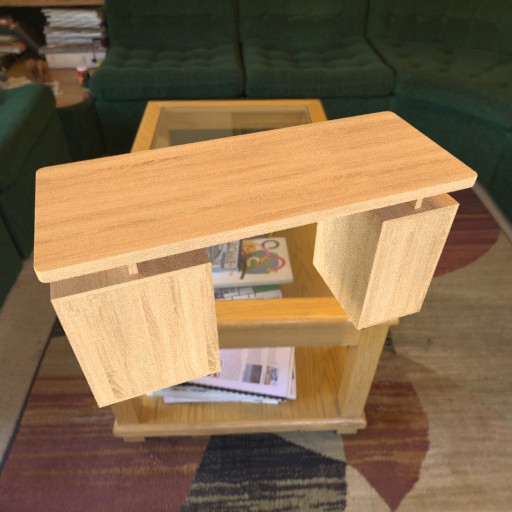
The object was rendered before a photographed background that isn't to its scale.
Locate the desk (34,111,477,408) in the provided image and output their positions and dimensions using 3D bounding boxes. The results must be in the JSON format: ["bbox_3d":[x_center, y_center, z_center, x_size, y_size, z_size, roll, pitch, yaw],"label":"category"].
[{"bbox_3d":[0.000,0.000,1.750,1.400,0.760,0.550,-13,44,-15],"label":"desk"}]
